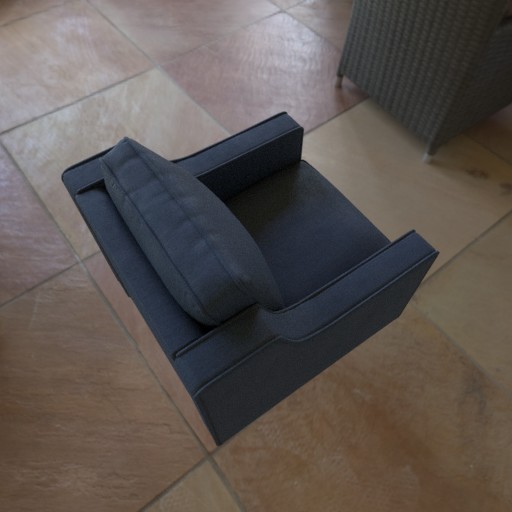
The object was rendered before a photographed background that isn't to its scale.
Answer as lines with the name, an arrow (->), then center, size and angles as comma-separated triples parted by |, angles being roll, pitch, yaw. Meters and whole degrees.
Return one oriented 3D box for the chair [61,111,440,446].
chair -> 0.000, 0.000, 1.606 | 0.909, 0.960, 0.831 | -30, 62, -18
